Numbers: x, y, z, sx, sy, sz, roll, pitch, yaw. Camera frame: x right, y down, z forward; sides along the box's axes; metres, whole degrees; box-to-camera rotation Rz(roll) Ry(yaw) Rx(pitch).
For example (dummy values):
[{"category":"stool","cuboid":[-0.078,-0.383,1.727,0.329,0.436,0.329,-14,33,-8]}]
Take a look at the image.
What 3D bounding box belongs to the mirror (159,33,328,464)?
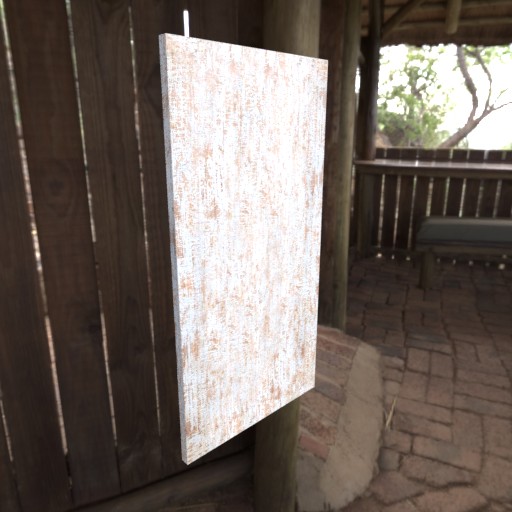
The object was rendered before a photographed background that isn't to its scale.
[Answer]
[{"category":"mirror","cuboid":[0.000,0.000,1.080,0.472,0.922,0.027,-15,22,-42]}]
